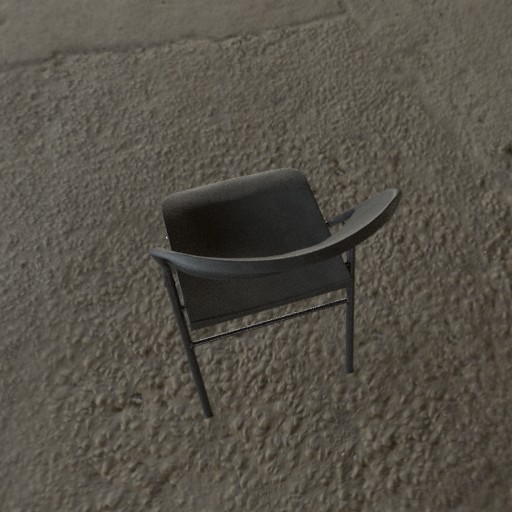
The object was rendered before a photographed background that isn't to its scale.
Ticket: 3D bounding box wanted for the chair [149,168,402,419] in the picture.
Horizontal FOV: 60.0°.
[{"bbox_3d":[0.000,0.000,1.181,0.494,0.810,0.567,-15,59,-9],"label":"chair"}]
